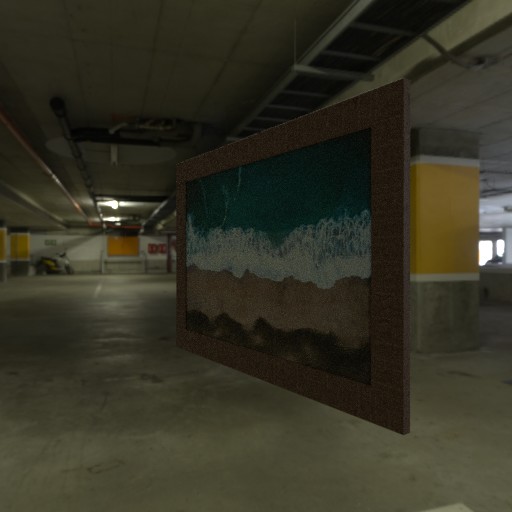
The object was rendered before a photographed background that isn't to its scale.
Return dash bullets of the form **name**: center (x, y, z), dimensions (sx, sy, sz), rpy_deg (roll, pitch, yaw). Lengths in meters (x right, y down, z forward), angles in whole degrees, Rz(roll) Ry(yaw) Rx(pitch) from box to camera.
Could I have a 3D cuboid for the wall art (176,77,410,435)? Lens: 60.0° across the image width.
- **wall art**: center (0.000, 0.000, 1.155), dimensions (0.019, 0.626, 0.917), rpy_deg (0, 0, -35)
